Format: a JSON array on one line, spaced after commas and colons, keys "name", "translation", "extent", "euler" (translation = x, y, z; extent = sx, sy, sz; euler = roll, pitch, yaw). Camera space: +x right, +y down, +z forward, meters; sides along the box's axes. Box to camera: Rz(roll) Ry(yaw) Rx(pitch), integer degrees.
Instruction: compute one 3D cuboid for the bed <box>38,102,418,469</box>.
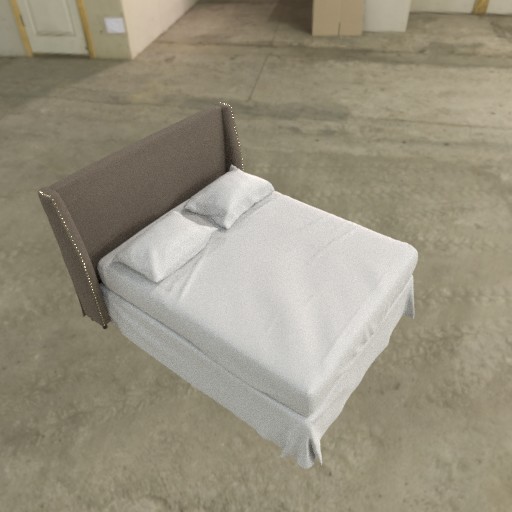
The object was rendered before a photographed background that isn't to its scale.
[{"name": "bed", "translation": [0.000, 0.000, 3.447], "extent": [2.276, 1.332, 1.925], "euler": [26, 48, 27]}]
